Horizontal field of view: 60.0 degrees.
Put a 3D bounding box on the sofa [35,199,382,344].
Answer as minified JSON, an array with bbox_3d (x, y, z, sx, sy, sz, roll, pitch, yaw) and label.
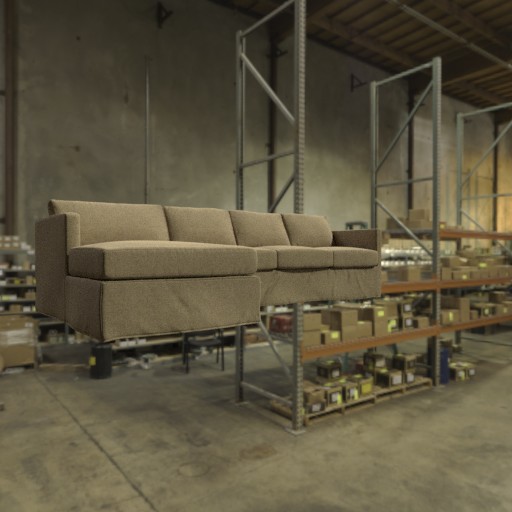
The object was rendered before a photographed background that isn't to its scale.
[{"bbox_3d":[0.000,0.000,3.796,3.198,0.920,1.638,0,1,-37],"label":"sofa"}]
